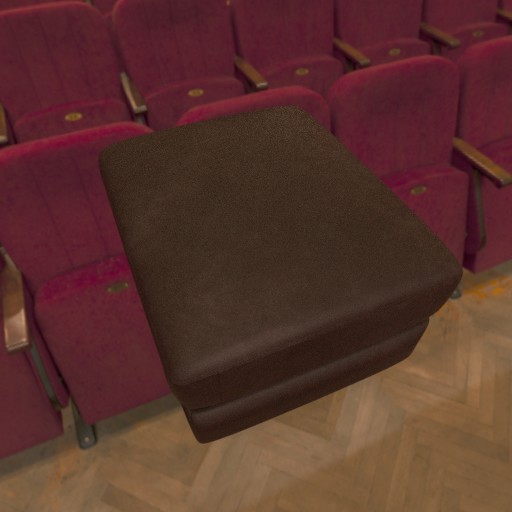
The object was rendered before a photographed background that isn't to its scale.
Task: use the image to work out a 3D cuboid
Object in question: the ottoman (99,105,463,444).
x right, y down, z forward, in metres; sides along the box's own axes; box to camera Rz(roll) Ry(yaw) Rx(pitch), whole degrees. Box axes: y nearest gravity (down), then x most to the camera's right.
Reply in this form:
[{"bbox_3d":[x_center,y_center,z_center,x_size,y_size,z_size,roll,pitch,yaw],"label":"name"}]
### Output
[{"bbox_3d":[0.000,0.000,1.241,0.670,0.569,0.806,-17,49,-16],"label":"ottoman"}]
